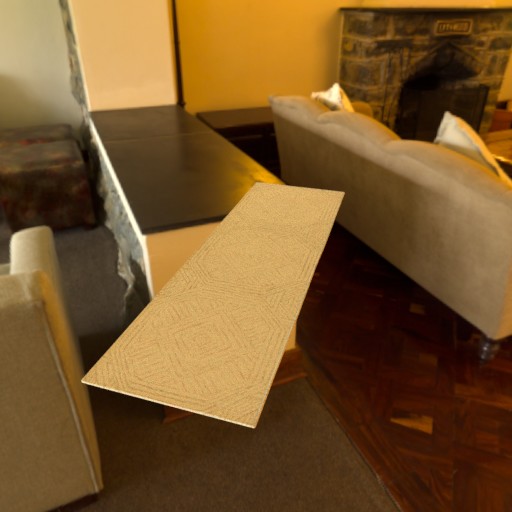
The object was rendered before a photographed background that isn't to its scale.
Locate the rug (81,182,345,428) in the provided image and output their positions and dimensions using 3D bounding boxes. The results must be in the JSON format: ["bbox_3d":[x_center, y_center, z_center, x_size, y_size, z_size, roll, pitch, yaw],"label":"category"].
[{"bbox_3d":[0.000,0.000,2.770,0.775,0.012,2.452,9,31,15],"label":"rug"}]
